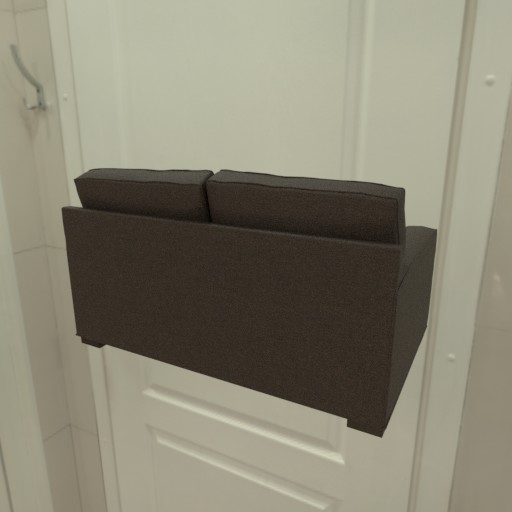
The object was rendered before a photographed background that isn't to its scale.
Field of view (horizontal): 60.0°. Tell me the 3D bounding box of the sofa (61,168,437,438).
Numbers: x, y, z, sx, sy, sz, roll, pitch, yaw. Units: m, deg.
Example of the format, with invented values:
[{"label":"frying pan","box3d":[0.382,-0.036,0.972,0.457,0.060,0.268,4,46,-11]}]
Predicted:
[{"label":"sofa","box3d":[0.000,0.000,2.166,1.534,0.887,0.974,9,18,27]}]
